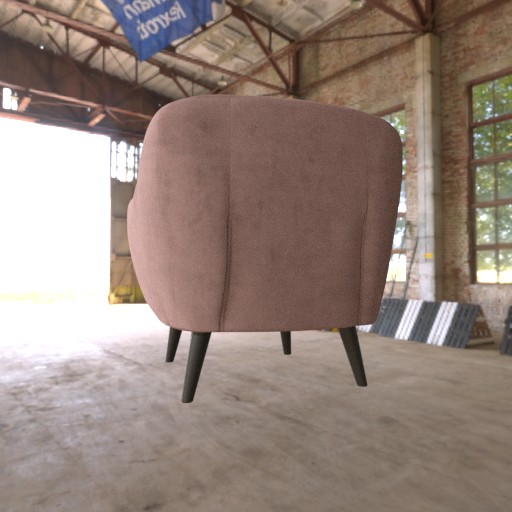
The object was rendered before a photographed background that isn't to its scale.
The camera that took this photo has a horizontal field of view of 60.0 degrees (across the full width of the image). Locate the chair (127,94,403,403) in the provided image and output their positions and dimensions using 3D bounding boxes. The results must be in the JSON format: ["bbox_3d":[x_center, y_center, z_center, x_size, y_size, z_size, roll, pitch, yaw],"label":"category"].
[{"bbox_3d":[0.000,0.000,1.531,0.840,0.820,0.820,1,-2,-18],"label":"chair"}]
